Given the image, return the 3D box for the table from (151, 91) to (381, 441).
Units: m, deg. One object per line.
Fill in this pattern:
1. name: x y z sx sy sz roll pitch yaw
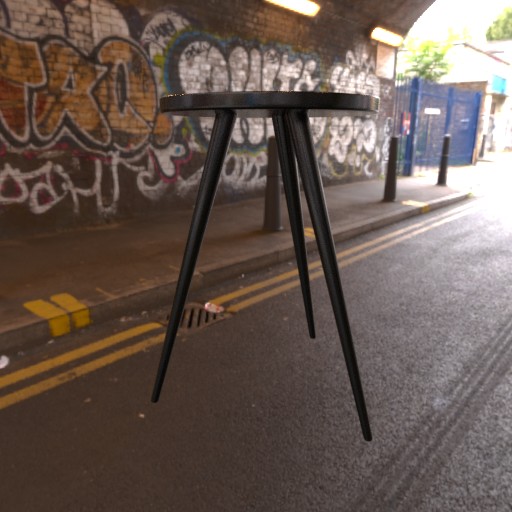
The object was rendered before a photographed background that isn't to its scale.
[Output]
1. table: 0.000 0.000 0.826 0.415 0.548 0.403 -3 16 -9
